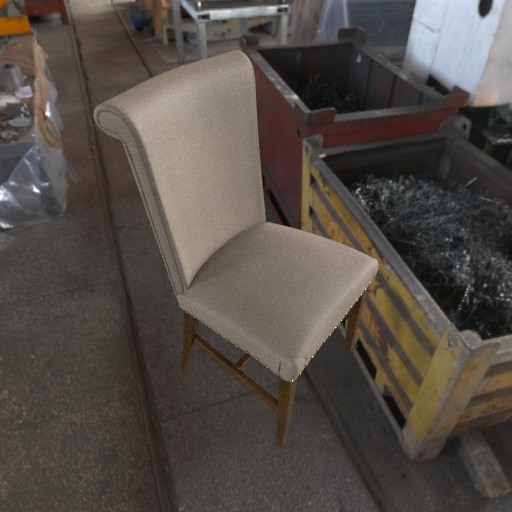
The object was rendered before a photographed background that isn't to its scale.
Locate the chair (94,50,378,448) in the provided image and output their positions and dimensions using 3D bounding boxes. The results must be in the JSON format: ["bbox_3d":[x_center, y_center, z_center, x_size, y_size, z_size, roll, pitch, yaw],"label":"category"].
[{"bbox_3d":[0.000,0.000,1.347,0.608,0.988,0.513,26,48,27],"label":"chair"}]
